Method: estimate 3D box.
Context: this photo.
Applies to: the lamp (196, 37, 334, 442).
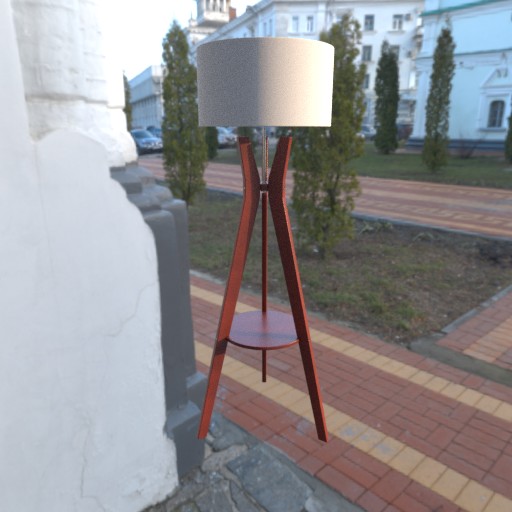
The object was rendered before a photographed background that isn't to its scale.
[{"bbox_3d":[0.000,0.000,1.722,0.542,1.472,0.539,-8,18,-27],"label":"lamp"}]
